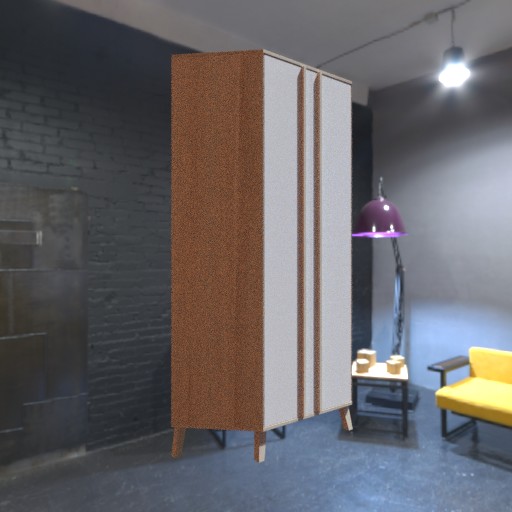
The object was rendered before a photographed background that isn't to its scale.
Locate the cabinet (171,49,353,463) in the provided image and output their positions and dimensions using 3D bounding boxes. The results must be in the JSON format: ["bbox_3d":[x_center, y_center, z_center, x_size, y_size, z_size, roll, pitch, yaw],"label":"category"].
[{"bbox_3d":[0.000,0.000,2.665,1.272,1.957,0.969,0,0,-38],"label":"cabinet"}]
